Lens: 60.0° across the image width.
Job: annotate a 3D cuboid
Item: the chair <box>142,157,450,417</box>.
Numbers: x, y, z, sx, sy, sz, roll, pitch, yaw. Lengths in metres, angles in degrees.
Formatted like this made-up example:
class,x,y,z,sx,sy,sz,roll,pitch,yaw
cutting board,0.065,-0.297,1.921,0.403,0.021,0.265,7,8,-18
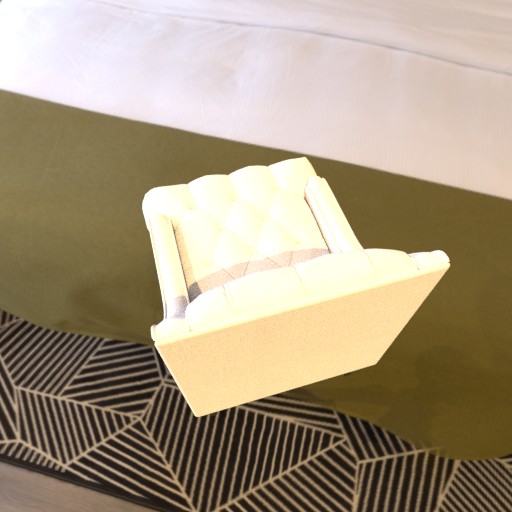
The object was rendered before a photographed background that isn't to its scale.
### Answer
class,x,y,z,sx,sy,sz,roll,pitch,yaw
chair,0.000,0.000,1.438,0.658,0.891,0.772,-14,60,-8
